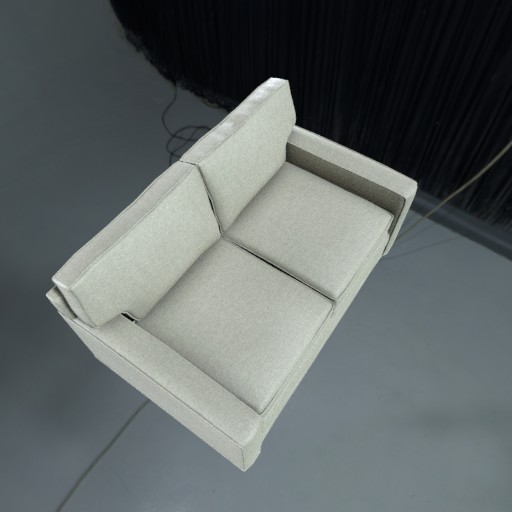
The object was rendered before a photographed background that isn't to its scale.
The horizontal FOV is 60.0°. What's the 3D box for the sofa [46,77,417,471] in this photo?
[{"bbox_3d":[0.000,0.000,2.073,0.940,0.853,1.484,30,62,18],"label":"sofa"}]
